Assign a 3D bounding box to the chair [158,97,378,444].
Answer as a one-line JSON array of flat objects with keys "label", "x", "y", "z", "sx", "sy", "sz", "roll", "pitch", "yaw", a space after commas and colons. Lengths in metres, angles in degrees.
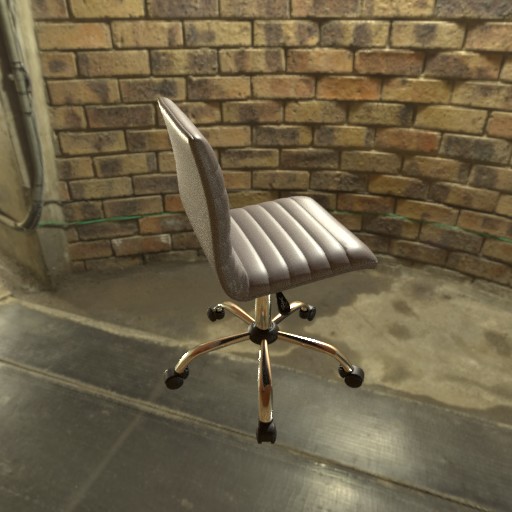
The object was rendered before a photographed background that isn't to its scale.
[{"label": "chair", "x": 0.000, "y": 0.000, "z": 1.135, "sx": 0.542, "sy": 0.750, "sz": 0.569, "roll": -9, "pitch": 31, "yaw": -16}]
